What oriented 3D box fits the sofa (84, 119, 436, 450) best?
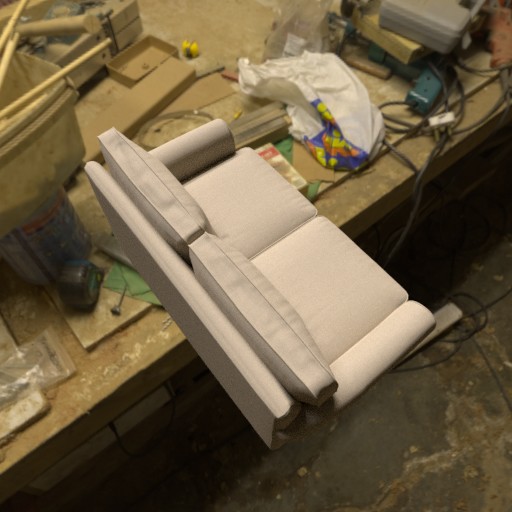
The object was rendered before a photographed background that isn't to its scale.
[{"bbox_3d":[0.000,0.000,2.234,0.964,0.937,1.665,-34,64,-19],"label":"sofa"}]
